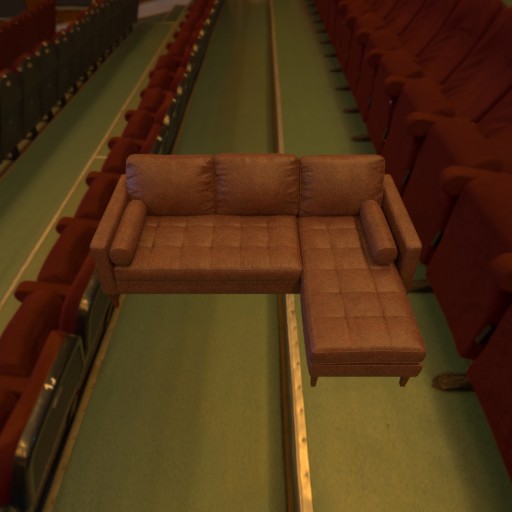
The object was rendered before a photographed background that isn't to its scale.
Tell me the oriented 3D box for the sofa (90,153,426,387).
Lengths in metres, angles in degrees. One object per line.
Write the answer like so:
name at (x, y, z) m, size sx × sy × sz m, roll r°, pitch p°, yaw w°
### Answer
sofa at (0.000, 0.000, 3.050) m, size 2.185 × 0.841 × 1.613 m, roll 0°, pitch 41°, yaw 0°
